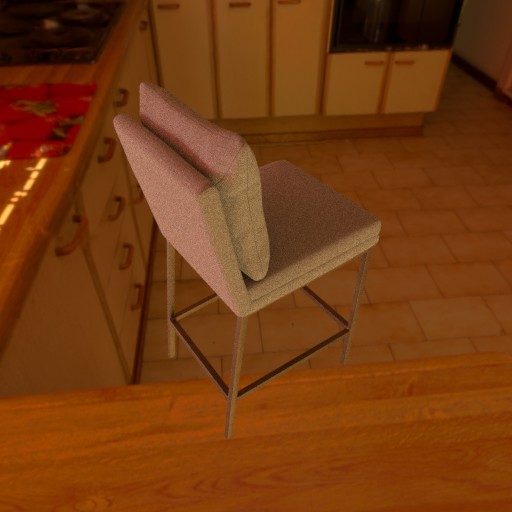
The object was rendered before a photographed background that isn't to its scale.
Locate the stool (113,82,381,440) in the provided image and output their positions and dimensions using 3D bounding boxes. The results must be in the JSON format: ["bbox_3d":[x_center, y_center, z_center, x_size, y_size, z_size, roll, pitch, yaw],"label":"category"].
[{"bbox_3d":[0.000,0.000,1.366,0.569,1.031,0.463,-25,47,-26],"label":"stool"}]
